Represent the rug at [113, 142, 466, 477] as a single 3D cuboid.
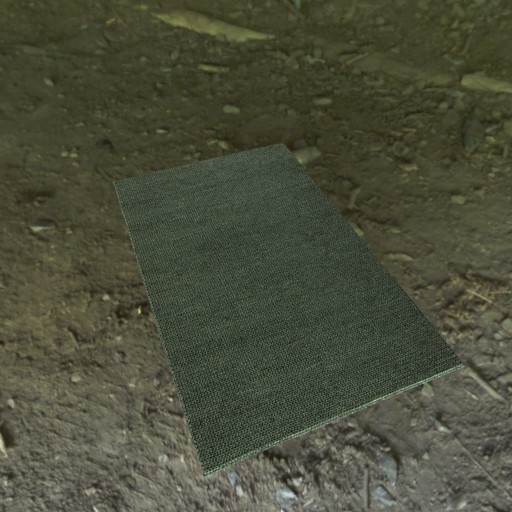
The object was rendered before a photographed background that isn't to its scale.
[{"bbox_3d":[0.000,0.000,3.049,1.538,0.021,2.443,-17,49,-15],"label":"rug"}]
